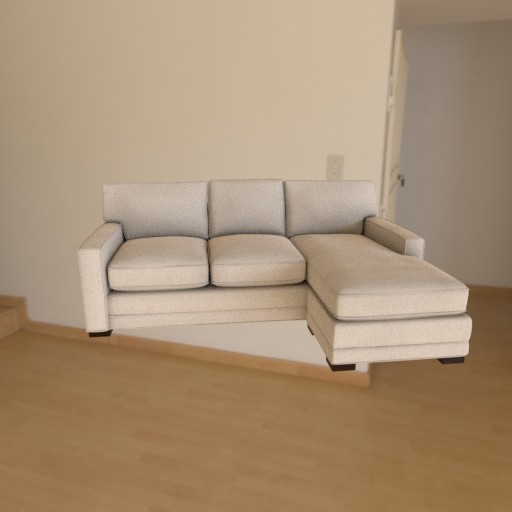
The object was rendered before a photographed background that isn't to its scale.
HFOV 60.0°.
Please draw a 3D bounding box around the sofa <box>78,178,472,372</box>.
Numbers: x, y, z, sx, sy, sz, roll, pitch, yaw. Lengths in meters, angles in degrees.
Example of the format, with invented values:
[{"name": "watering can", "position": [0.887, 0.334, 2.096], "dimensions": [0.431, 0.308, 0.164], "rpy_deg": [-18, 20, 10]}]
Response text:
[{"name": "sofa", "position": [0.000, 0.000, 2.822], "dimensions": [2.087, 0.861, 1.496], "rpy_deg": [-2, 15, -7]}]
